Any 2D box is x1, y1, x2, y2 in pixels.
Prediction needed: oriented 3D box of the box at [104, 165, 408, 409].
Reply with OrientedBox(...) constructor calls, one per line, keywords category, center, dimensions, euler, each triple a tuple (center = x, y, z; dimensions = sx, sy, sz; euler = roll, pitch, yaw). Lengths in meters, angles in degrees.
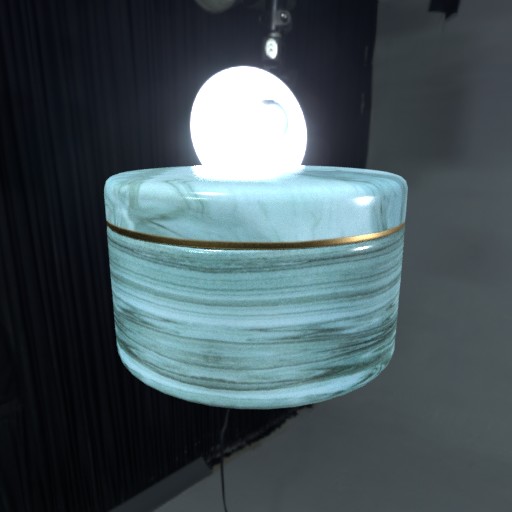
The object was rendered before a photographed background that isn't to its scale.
OrientedBox(category="box", center=(0.000, 0.000, 0.162), dimensions=(0.101, 0.063, 0.101), euler=(0, 15, 0))
